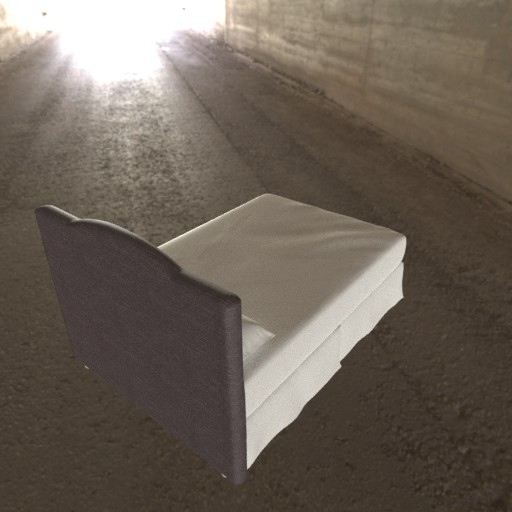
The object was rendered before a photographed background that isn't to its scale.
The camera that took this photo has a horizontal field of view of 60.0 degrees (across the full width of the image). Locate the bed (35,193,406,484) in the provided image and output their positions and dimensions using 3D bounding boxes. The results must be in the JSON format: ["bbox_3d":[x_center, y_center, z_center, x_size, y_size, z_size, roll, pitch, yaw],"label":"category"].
[{"bbox_3d":[0.000,0.000,3.549,1.741,1.441,2.507,22,37,33],"label":"bed"}]
